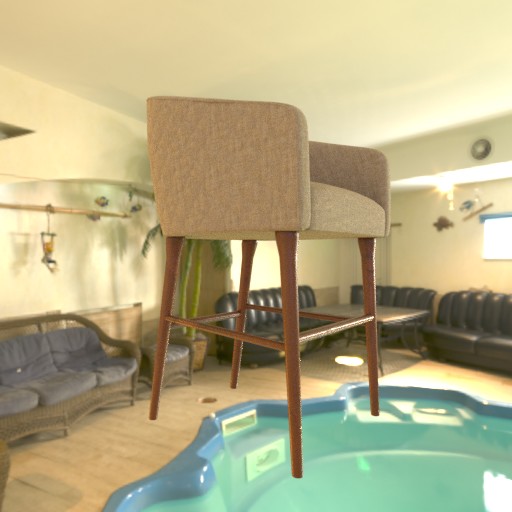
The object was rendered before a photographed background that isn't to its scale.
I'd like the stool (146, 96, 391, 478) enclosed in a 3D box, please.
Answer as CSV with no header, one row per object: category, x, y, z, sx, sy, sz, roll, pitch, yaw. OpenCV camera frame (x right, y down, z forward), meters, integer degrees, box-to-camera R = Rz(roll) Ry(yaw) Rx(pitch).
stool,0.000,0.000,1.305,0.635,0.952,0.559,0,0,36
